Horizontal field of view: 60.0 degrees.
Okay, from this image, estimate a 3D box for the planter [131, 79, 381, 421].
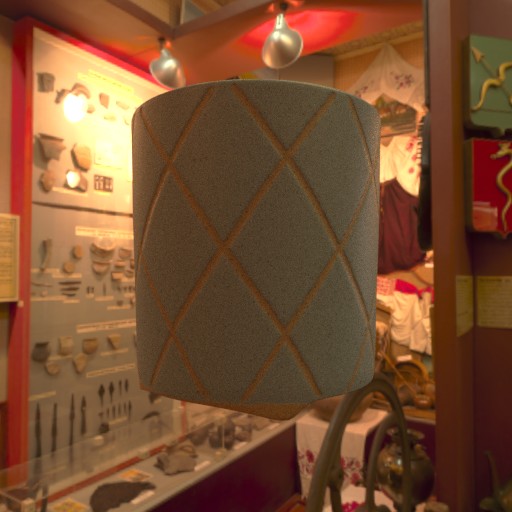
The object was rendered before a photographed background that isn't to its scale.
[{"bbox_3d":[0.000,0.000,0.348,0.191,0.200,0.191,0,-2,0],"label":"planter"}]
